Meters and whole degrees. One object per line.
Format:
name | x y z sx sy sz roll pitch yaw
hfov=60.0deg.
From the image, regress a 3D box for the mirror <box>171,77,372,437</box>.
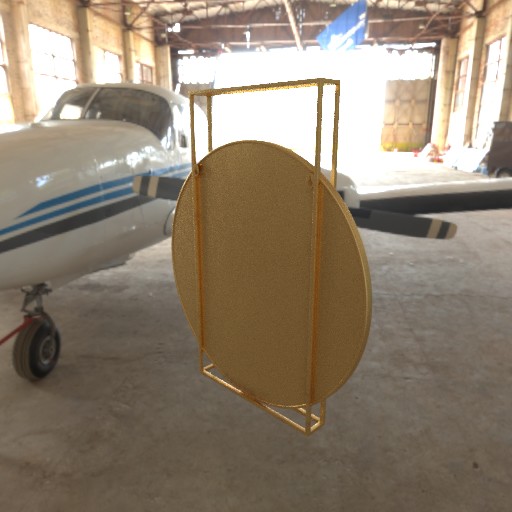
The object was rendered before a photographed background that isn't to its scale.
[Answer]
mirror | 0.000 0.000 0.839 0.051 0.603 0.508 -15 21 -43
